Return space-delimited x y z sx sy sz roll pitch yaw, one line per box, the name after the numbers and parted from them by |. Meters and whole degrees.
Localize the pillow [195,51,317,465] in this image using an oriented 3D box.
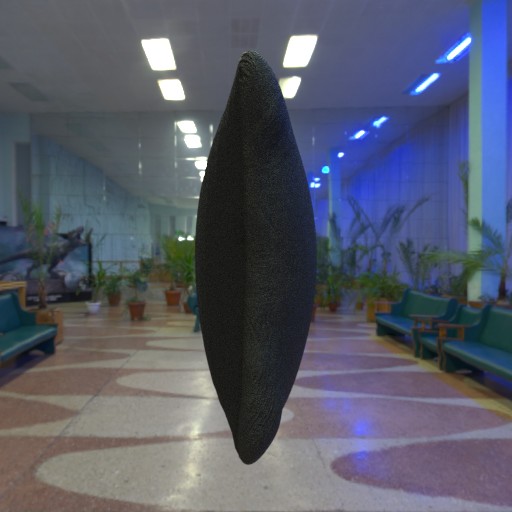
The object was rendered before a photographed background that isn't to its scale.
0.000 0.000 0.803 0.210 0.523 0.533 0 1 0 | pillow
